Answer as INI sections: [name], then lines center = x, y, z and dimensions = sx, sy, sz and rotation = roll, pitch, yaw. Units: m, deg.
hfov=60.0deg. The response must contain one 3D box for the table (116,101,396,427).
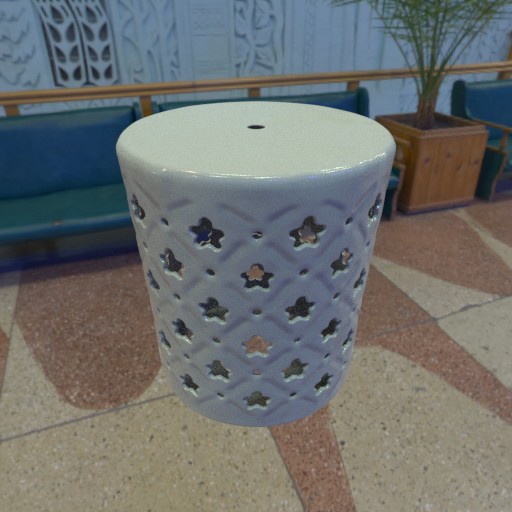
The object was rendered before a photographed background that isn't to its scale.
[table]
center = 0.000, 0.000, 0.668
dimensions = 0.352, 0.387, 0.352
rotation = 0, 31, 0
